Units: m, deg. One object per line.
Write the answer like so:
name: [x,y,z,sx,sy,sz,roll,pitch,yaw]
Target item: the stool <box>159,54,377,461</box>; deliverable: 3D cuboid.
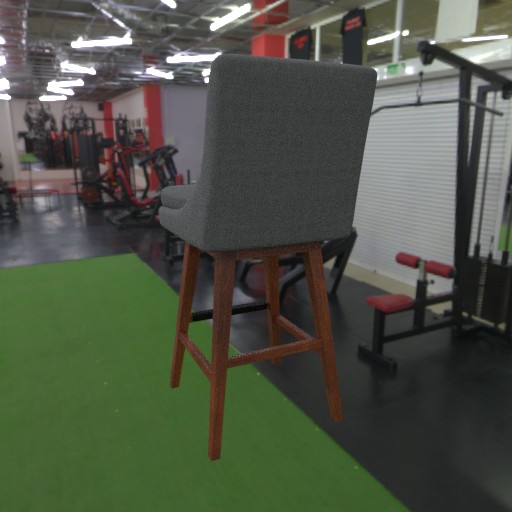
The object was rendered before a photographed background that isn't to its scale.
stool: [0.000,0.000,1.276,0.447,0.977,0.524,-7,16,-25]
